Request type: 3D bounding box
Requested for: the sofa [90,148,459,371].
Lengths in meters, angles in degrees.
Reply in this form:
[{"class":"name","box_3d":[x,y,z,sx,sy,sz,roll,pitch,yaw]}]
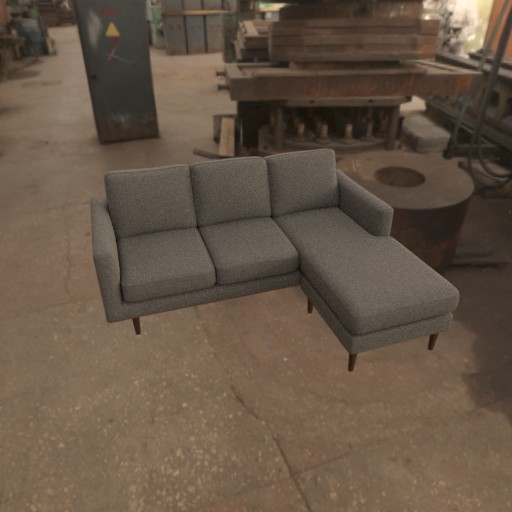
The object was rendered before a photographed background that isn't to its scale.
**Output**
[{"class":"sofa","box_3d":[0.000,0.000,3.026,2.055,0.957,1.667,-10,32,-16]}]
